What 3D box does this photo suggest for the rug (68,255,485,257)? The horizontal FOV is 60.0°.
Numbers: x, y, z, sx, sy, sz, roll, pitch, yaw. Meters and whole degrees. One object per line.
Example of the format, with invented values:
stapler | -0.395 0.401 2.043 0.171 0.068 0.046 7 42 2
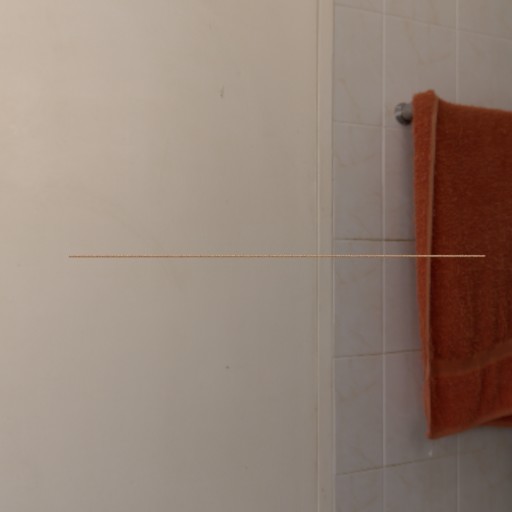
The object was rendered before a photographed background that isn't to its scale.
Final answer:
rug | 0.000 0.000 4.194 3.048 0.013 2.439 0 0 -16
